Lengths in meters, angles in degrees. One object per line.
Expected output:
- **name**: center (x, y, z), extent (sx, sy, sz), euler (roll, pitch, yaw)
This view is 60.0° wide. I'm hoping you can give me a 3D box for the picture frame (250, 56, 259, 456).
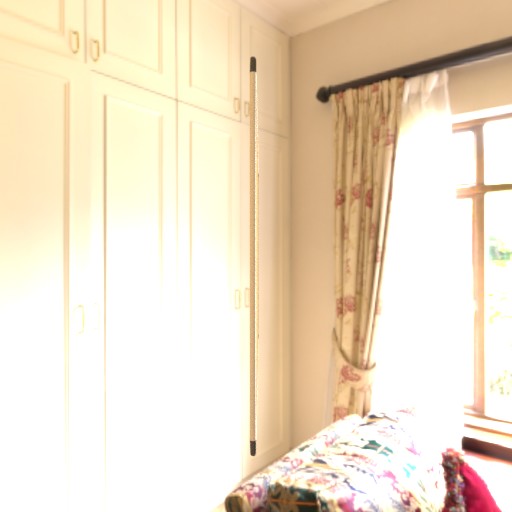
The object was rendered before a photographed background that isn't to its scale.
- **picture frame**: center (0.000, 0.000, 1.108), extent (0.010, 0.600, 0.900), euler (0, 0, 1)
